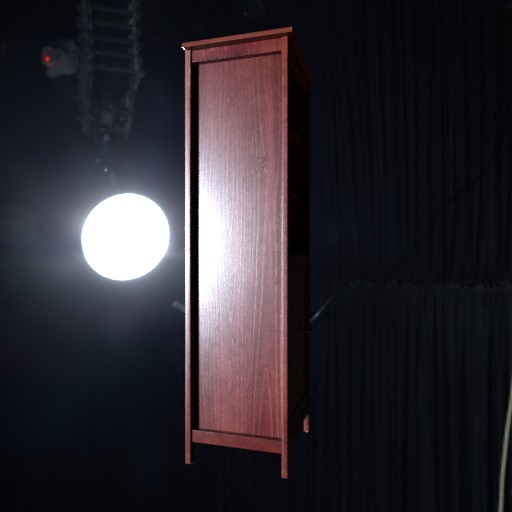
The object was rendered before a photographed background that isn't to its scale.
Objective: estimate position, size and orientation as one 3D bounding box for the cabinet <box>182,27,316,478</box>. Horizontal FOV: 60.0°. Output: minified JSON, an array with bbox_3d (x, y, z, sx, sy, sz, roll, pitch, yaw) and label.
[{"bbox_3d":[0.000,0.000,1.764,0.401,1.518,0.500,0,0,17],"label":"cabinet"}]
